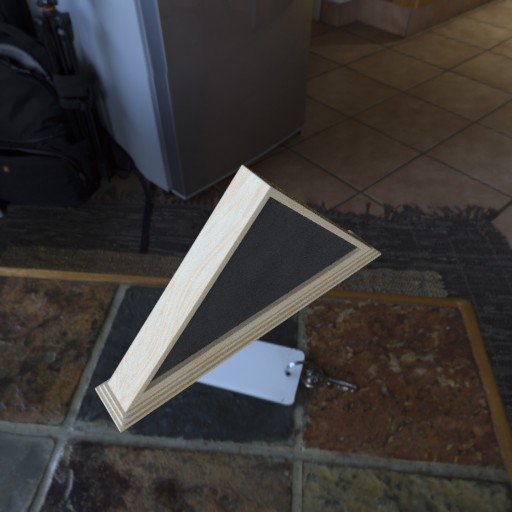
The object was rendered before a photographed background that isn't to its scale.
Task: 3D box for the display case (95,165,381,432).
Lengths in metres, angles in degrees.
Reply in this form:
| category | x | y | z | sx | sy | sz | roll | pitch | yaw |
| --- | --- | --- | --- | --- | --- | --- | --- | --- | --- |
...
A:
| category | x | y | z | sx | sy | sz | roll | pitch | yaw |
| --- | --- | --- | --- | --- | --- | --- | --- | --- | --- |
| display case | 0.000 | 0.000 | 0.761 | 0.640 | 0.340 | 0.095 | -30 | 54 | -25 |
